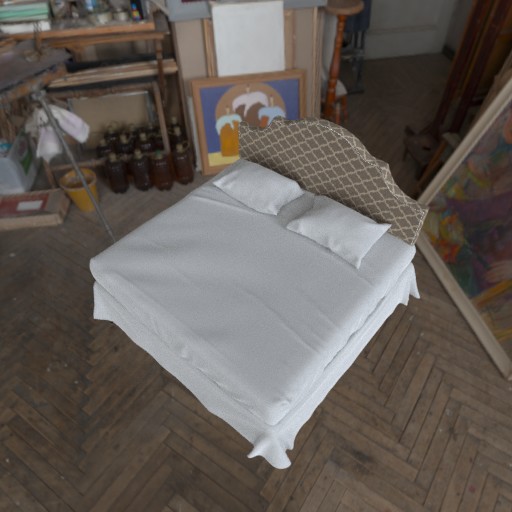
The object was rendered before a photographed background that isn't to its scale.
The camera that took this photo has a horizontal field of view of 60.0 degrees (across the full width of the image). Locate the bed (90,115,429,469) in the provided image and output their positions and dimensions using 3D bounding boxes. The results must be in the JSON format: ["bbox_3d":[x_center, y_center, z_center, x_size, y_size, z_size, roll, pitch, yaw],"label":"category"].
[{"bbox_3d":[0.000,0.000,3.709,2.314,1.601,2.222,32,55,26],"label":"bed"}]
